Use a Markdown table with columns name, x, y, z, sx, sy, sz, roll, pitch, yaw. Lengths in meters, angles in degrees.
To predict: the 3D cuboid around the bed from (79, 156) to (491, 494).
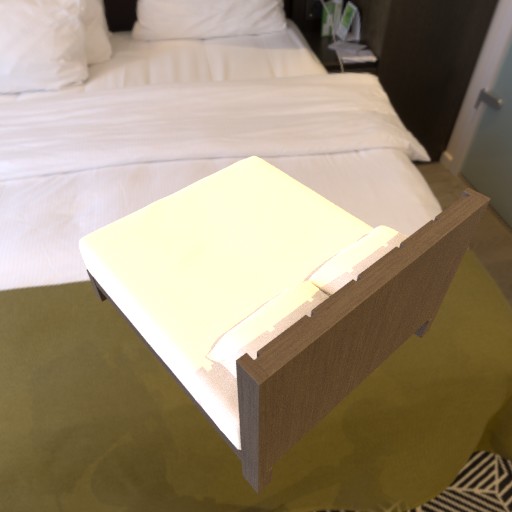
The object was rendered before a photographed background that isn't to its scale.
| name | x | y | z | sx | sy | sz | roll | pitch | yaw |
| --- | --- | --- | --- | --- | --- | --- | --- | --- | --- |
| bed | 0.000 | 0.000 | 3.040 | 1.735 | 1.261 | 1.992 | -32 | 53 | -28 |
